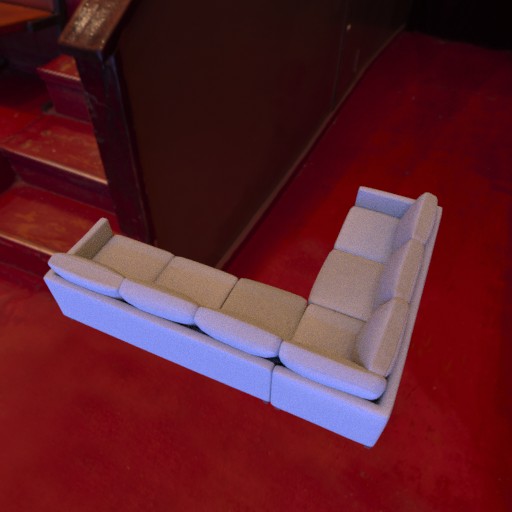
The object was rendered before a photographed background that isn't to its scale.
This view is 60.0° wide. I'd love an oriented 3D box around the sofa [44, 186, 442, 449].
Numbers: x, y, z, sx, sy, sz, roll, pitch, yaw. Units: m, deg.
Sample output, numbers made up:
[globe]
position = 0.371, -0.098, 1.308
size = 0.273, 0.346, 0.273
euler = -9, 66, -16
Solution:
[sofa]
position = 0.000, 0.000, 4.627
size = 3.301, 0.947, 2.592
euler = 19, 51, 16
